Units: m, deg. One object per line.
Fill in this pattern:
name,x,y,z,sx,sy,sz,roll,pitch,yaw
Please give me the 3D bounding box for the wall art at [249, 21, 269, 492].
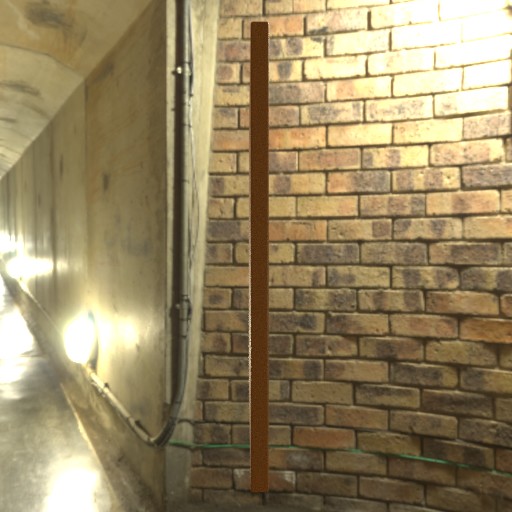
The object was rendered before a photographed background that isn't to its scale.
wall art,0.000,0.000,0.511,0.015,0.379,0.310,0,1,-1
